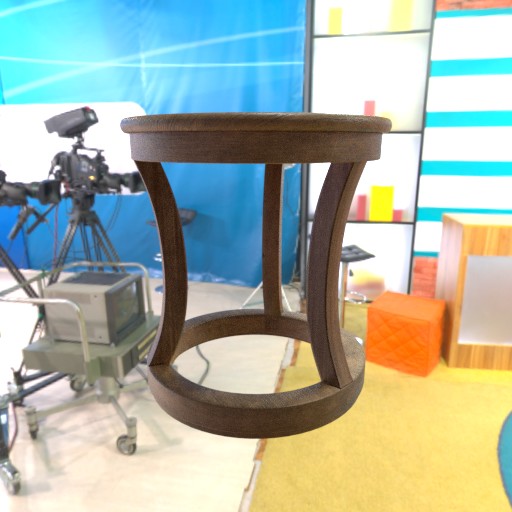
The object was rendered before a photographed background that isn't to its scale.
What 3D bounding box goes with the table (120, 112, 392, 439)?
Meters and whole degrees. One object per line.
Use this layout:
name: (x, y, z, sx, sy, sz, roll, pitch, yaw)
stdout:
table: (0.000, 0.000, 0.787, 0.432, 0.460, 0.432, 0, 14, 0)
